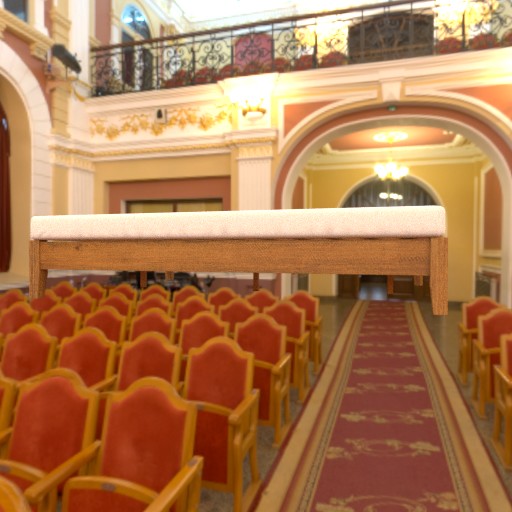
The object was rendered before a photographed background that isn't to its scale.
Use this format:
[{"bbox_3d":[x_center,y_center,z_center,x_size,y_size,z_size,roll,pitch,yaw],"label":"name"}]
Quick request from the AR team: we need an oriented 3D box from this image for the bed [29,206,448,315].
[{"bbox_3d":[0.000,0.000,2.732,2.016,0.431,1.536,0,1,17],"label":"bed"}]
